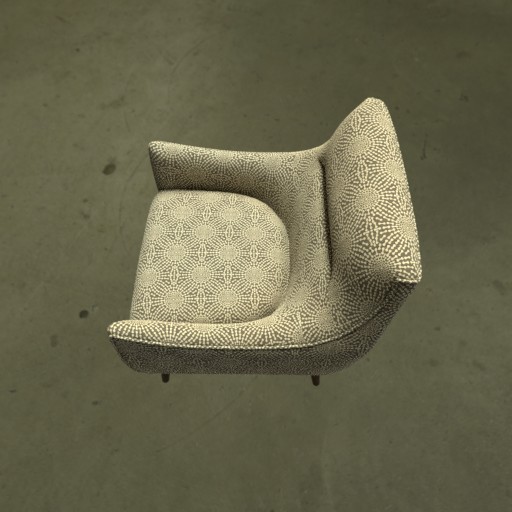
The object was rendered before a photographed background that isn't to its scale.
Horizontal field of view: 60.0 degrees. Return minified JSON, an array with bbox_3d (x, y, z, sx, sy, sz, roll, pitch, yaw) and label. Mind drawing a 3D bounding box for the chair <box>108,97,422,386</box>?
[{"bbox_3d":[0.000,0.000,1.480,0.787,0.838,0.762,1,57,1],"label":"chair"}]
